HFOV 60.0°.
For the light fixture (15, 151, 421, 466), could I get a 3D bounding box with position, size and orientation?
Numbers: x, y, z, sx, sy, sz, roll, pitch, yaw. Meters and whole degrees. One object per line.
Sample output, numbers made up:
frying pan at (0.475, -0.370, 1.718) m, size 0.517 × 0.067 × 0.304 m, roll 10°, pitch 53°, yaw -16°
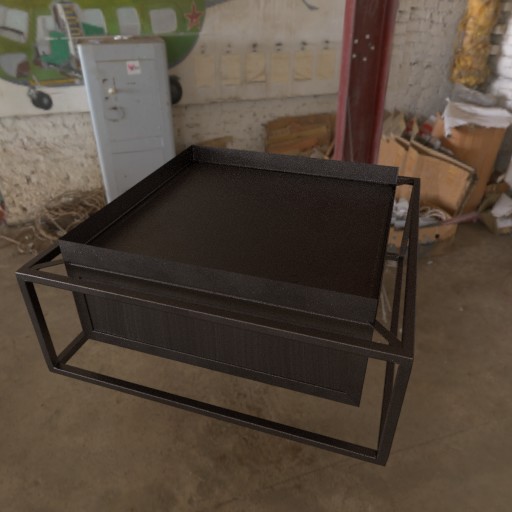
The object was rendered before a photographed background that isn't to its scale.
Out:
light fixture at (0.000, 0.000, 0.665) m, size 0.441 × 0.191 × 0.441 m, roll 10°, pitch 33°, yaw 15°
